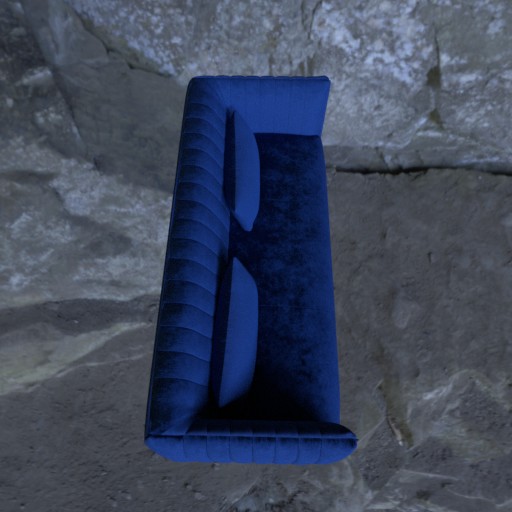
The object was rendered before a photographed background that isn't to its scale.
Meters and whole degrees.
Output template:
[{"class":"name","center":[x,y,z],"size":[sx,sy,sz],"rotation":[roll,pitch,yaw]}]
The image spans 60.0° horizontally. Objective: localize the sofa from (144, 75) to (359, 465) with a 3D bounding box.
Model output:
[{"class":"sofa","center":[0.000,0.000,2.516],"size":[0.896,0.793,2.136],"rotation":[1,63,1]}]
